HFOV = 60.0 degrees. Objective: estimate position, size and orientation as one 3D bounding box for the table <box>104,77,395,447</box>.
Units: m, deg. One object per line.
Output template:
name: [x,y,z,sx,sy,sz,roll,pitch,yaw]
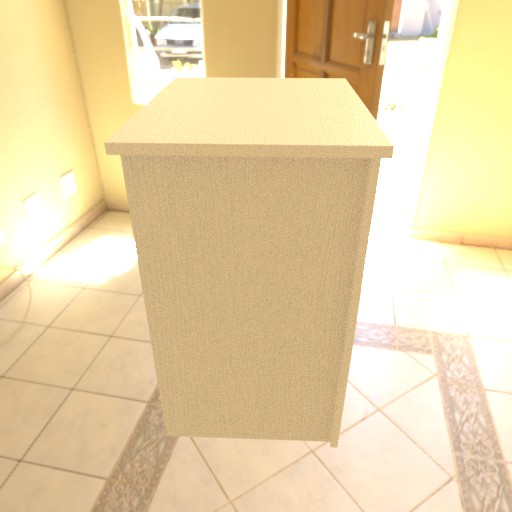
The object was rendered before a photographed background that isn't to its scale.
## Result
table: [0.000,0.000,0.947,0.381,0.635,0.480,1,32,2]
